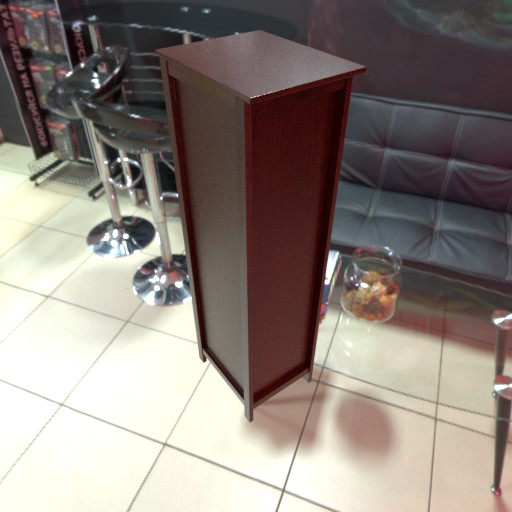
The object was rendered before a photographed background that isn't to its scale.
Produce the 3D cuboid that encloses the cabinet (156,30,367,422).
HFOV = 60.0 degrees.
[{"bbox_3d":[0.000,0.000,1.787,0.401,1.518,0.500,-25,46,-27],"label":"cabinet"}]
